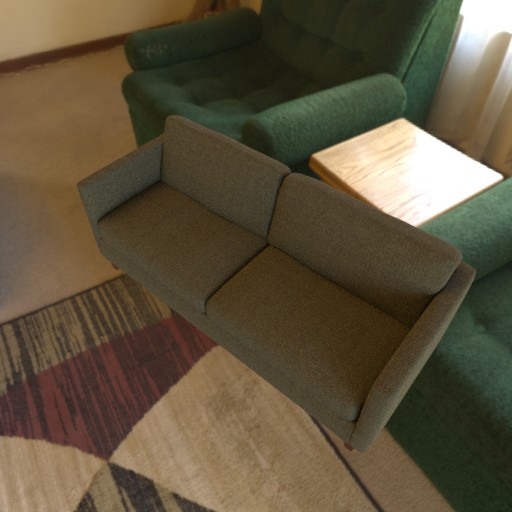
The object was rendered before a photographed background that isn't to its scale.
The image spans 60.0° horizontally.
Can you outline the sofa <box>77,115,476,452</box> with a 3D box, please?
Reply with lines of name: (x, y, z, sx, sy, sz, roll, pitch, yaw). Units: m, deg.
sofa: (0.000, 0.000, 2.698, 2.208, 0.965, 0.948, 32, 55, 26)
